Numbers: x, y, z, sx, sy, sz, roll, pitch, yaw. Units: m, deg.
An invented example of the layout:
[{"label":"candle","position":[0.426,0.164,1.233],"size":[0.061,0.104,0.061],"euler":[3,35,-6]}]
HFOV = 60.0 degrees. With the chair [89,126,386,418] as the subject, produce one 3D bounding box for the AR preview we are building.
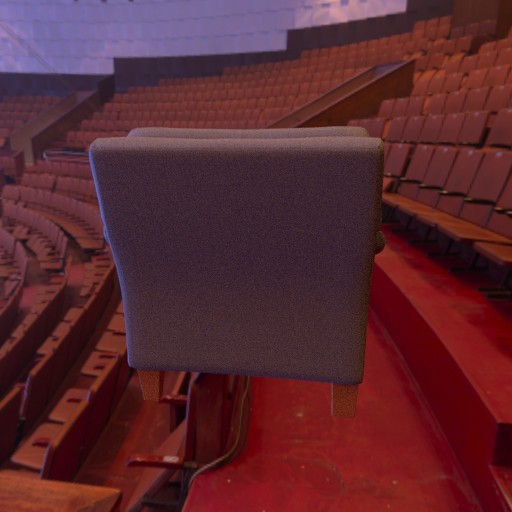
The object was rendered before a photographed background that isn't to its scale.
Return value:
[{"label":"chair","position":[0.000,0.000,1.885],"size":[0.955,1.038,1.070],"euler":[2,15,8]}]
